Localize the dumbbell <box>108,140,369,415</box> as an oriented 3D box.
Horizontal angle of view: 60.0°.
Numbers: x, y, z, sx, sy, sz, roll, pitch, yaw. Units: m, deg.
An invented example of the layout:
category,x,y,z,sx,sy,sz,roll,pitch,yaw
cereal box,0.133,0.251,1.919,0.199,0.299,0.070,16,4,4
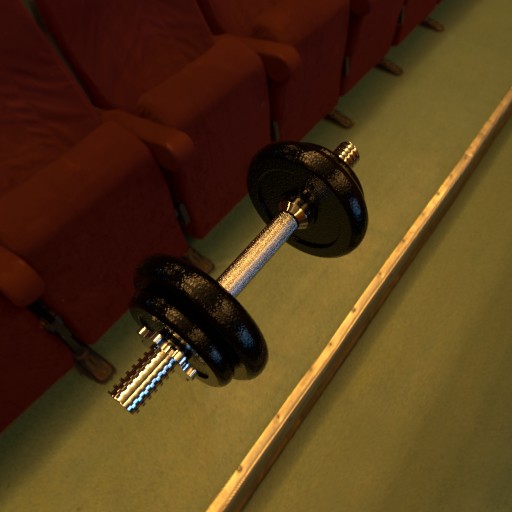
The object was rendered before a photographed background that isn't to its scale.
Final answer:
category,x,y,z,sx,sy,sz,roll,pitch,yaw
dumbbell,0.000,0.000,0.600,0.202,0.202,0.497,32,62,19
